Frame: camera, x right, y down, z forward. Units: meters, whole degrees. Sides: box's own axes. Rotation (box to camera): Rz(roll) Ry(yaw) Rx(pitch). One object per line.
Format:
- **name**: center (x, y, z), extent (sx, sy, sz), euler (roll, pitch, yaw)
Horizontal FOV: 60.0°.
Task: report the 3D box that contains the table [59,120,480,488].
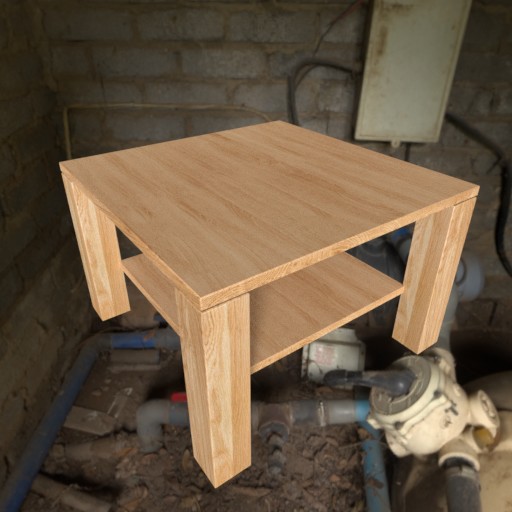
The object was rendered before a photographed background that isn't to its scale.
- **table**: center (0.000, 0.000, 1.148), extent (0.700, 0.450, 0.700), euler (-21, 37, -30)
